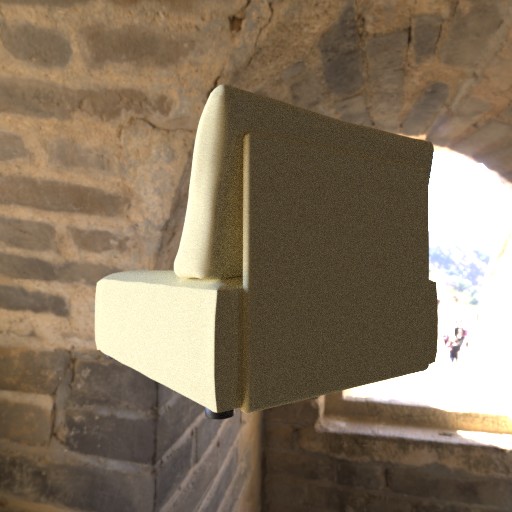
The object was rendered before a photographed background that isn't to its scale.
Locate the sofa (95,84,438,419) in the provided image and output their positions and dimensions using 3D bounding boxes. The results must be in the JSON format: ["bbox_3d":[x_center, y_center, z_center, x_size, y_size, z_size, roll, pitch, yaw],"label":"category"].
[{"bbox_3d":[0.000,0.000,1.699,0.930,0.820,1.000,1,-1,-36],"label":"sofa"}]
